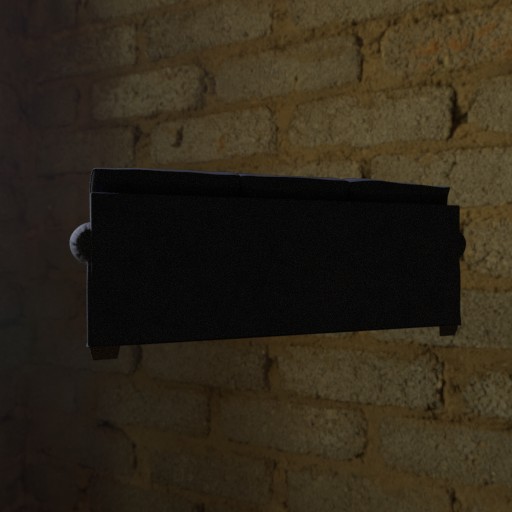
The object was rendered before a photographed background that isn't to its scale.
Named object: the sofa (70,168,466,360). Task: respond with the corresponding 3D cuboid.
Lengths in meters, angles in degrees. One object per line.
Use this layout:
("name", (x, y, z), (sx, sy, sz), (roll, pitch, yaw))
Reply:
("sofa", (0.000, 0.000, 3.480), (2.567, 1.063, 1.780), (0, 1, -17))
